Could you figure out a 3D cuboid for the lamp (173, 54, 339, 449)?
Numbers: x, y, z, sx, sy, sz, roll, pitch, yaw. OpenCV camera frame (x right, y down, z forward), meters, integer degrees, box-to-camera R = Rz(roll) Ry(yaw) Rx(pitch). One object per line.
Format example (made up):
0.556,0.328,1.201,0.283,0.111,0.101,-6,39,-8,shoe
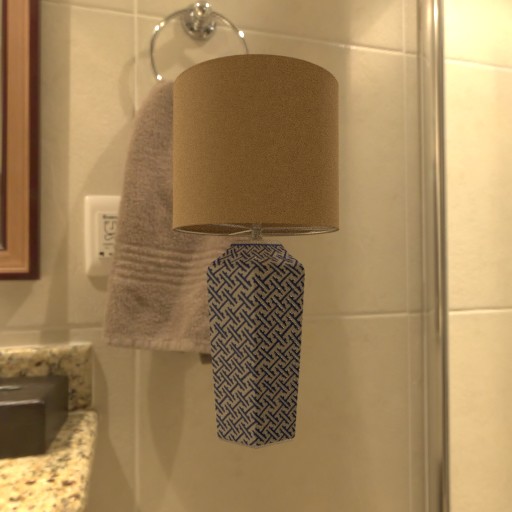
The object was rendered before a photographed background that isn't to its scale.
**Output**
0.000,0.000,0.863,0.320,0.682,0.320,-1,-2,36,lamp
